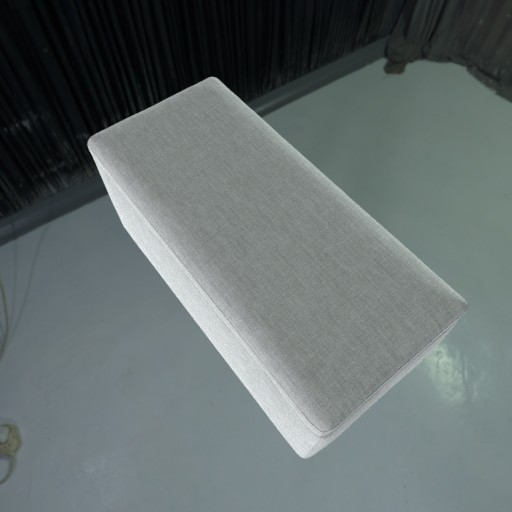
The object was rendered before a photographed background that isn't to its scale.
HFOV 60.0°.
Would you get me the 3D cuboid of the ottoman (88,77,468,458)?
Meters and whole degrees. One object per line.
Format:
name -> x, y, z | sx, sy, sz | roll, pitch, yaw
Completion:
ottoman -> 0.000, 0.000, 1.149 | 0.419, 0.432, 0.902 | -34, 65, -18
